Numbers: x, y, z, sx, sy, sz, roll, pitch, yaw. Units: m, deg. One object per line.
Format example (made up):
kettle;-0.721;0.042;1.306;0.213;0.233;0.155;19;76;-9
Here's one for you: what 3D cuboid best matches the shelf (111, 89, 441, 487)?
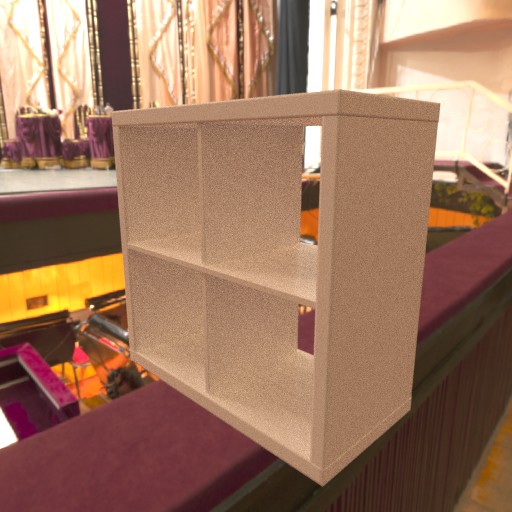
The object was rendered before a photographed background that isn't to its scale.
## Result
shelf;0.000;0.000;1.237;0.390;0.786;0.790;-14;20;-43
